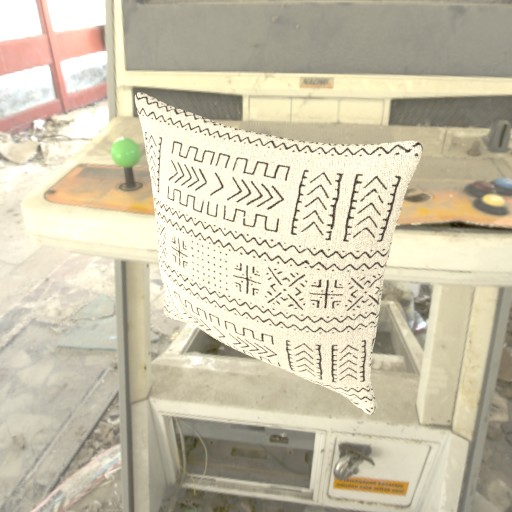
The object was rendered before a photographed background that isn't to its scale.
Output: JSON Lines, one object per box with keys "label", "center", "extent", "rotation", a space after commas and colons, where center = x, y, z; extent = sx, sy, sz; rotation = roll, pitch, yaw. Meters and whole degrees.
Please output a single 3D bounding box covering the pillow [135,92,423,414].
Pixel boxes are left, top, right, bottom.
{"label": "pillow", "center": [0.000, 0.000, 0.673], "extent": [0.438, 0.430, 0.164], "rotation": [19, 36, 29]}
